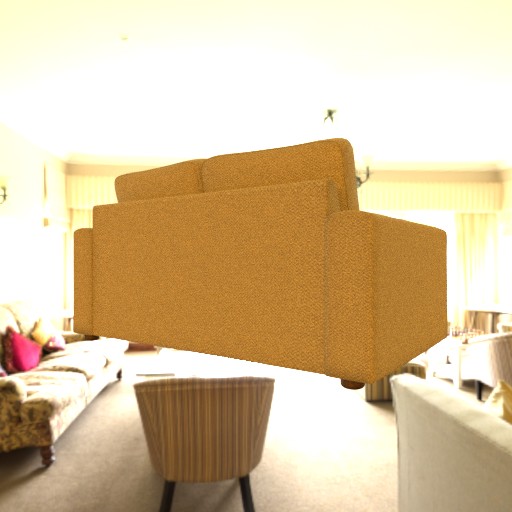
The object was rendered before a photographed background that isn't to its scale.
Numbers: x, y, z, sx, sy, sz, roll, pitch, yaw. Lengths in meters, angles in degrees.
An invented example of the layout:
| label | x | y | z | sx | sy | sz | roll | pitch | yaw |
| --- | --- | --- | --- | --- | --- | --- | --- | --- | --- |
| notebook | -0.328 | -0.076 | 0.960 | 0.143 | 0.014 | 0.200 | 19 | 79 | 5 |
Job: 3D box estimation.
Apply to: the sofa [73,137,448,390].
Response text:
| label | x | y | z | sx | sy | sz | roll | pitch | yaw |
| --- | --- | --- | --- | --- | --- | --- | --- | --- | --- |
| sofa | 0.000 | 0.000 | 2.228 | 1.616 | 0.873 | 1.016 | 0 | 0 | 36 |
